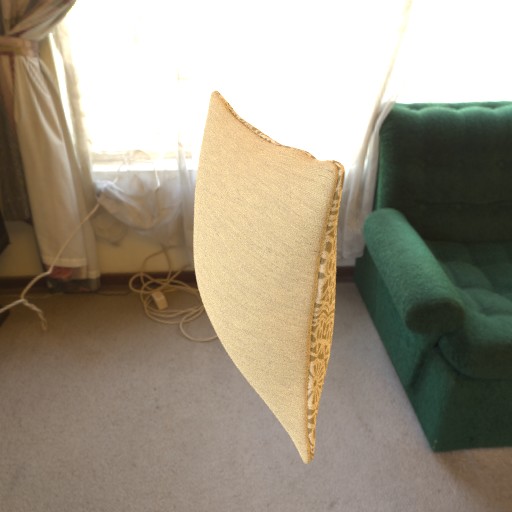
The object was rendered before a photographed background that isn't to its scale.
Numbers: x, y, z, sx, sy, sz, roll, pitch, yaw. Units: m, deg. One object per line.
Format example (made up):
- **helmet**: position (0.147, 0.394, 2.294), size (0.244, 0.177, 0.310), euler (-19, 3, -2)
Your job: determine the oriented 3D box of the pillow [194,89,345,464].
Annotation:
- **pillow**: position (0.000, 0.000, 0.671), size (0.167, 0.421, 0.438), euler (-10, 31, -17)
